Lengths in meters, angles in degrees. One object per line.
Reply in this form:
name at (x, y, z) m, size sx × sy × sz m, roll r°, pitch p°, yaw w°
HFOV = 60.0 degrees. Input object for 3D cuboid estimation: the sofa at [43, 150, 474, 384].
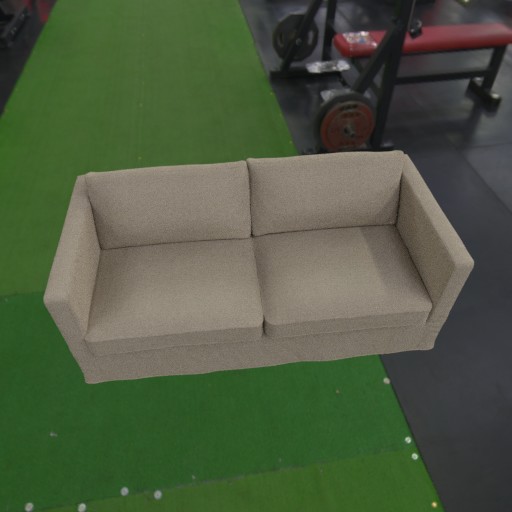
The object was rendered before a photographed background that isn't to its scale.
sofa at (0.000, 0.000, 2.488) m, size 1.987 × 0.847 × 0.956 m, roll -5°, pitch 46°, yaw -4°
